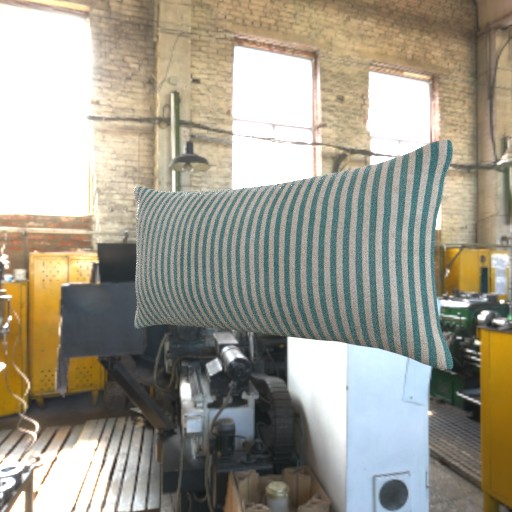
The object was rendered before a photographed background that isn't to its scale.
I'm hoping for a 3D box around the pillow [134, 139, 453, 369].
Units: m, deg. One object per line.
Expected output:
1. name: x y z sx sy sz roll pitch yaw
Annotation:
1. pillow: 0.000 0.000 0.742 0.617 0.295 0.151 -1 -1 35
